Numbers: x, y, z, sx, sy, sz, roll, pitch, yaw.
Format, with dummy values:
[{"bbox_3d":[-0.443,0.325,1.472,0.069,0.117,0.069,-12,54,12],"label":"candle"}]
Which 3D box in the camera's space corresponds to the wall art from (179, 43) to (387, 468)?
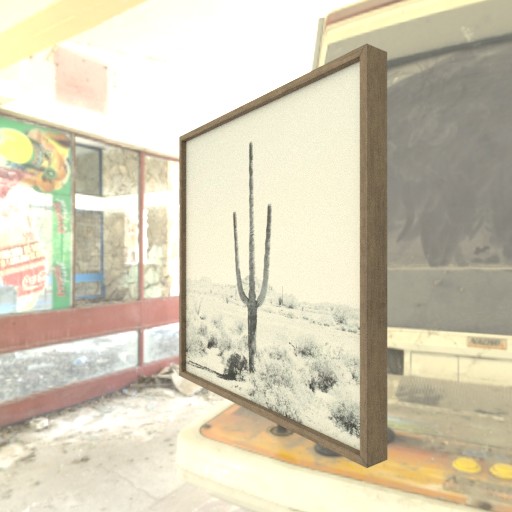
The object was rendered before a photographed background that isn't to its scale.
[{"bbox_3d":[0.000,0.000,0.747,0.038,0.508,0.508,0,0,-36],"label":"wall art"}]
